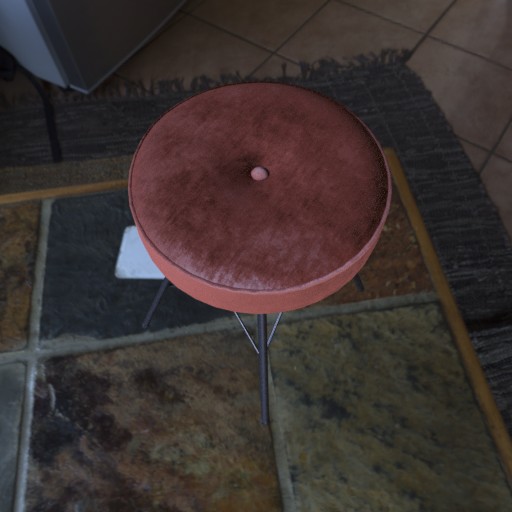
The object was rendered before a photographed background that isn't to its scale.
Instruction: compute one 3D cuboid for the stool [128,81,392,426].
[{"bbox_3d":[0.000,0.000,0.936,0.421,0.593,0.457,34,67,16],"label":"stool"}]
